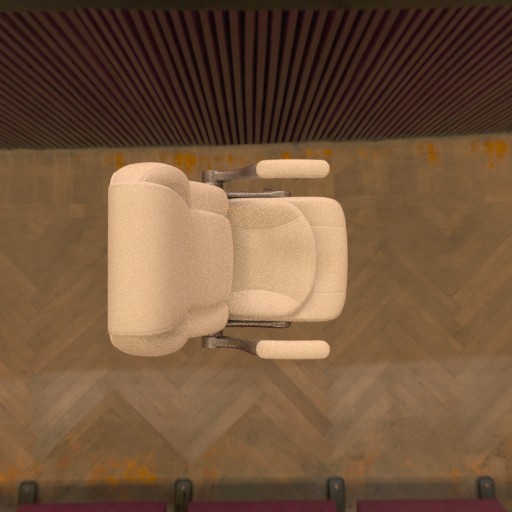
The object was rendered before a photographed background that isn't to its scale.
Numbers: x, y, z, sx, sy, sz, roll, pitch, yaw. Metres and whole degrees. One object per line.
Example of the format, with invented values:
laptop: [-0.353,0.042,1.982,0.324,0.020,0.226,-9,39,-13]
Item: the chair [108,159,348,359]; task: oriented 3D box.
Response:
chair: [0.000,0.000,1.788,0.806,1.330,0.755,0,90,-1]
